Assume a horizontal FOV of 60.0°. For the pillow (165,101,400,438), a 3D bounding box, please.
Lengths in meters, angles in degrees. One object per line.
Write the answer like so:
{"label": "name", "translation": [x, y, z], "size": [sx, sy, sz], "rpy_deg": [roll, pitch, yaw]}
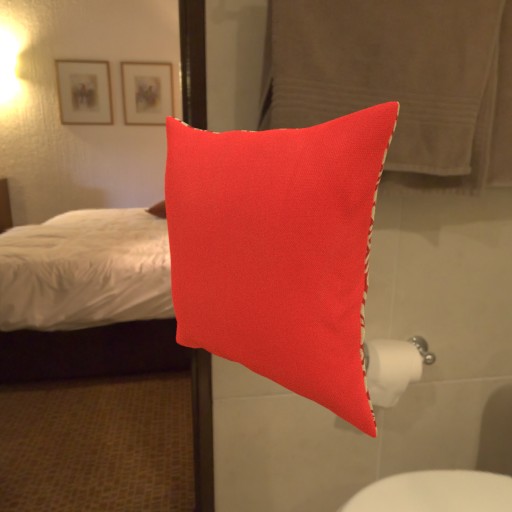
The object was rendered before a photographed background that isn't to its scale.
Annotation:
{"label": "pillow", "translation": [0.000, 0.000, 0.807], "size": [0.522, 0.507, 0.192], "rpy_deg": [13, 19, 43]}
